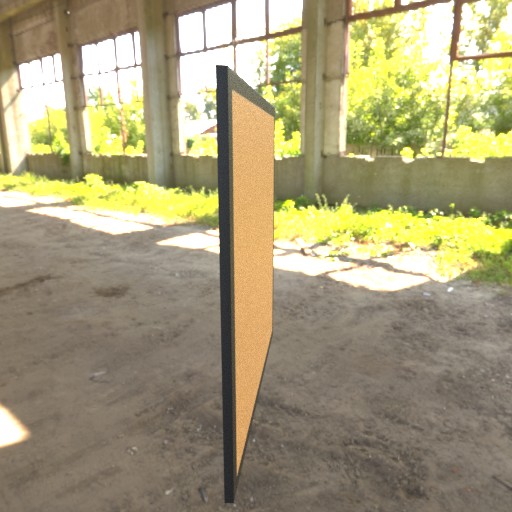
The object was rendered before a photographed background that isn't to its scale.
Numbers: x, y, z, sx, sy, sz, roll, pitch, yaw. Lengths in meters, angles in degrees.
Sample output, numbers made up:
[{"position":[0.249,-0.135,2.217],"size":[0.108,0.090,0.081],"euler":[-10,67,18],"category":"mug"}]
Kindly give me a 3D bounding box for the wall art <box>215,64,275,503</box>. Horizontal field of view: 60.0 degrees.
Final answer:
[{"position":[0.000,0.000,0.952],"size":[0.016,0.659,0.663],"euler":[2,14,7],"category":"wall art"}]
